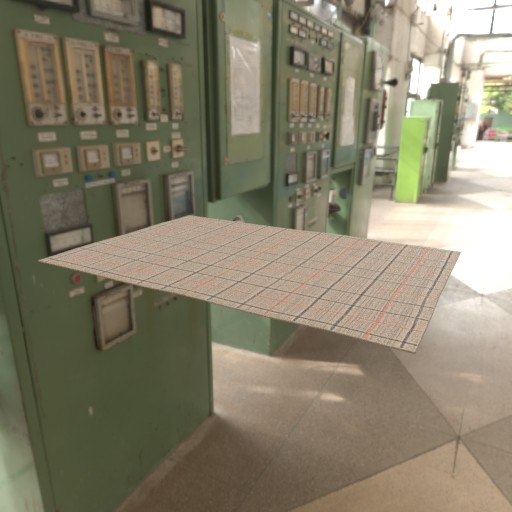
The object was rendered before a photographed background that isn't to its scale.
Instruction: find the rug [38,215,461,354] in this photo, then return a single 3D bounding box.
[{"bbox_3d":[0.000,0.000,2.301,1.829,0.013,1.220,10,20,28],"label":"rug"}]
